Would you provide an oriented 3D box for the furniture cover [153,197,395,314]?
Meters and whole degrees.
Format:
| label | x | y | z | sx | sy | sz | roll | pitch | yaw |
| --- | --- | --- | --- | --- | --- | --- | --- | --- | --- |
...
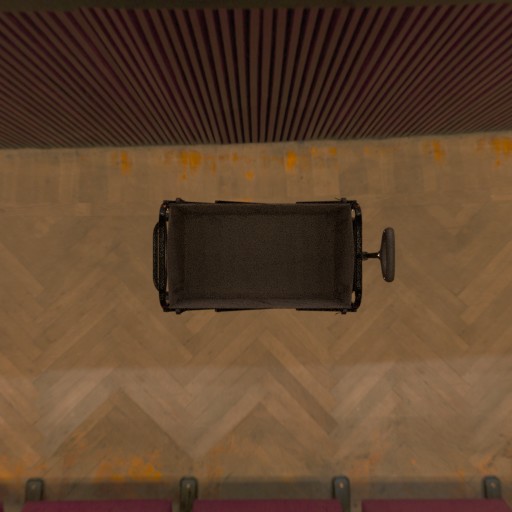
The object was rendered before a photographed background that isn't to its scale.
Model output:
| label | x | y | z | sx | sy | sz | roll | pitch | yaw |
| --- | --- | --- | --- | --- | --- | --- | --- | --- | --- |
| furniture cover | 0.000 | 0.000 | 1.857 | 1.038 | 1.295 | 0.532 | 0 | 90 | 0 |
